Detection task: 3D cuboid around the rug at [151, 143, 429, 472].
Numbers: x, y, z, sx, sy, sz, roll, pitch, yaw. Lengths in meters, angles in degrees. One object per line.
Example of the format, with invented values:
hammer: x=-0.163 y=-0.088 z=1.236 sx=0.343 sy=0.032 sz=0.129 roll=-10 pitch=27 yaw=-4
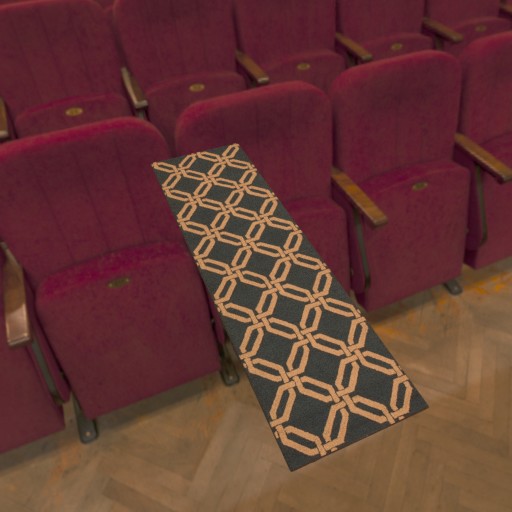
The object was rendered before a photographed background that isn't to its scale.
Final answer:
rug: x=0.000 y=0.000 z=2.565 sx=0.678 sy=0.014 sz=2.276 roll=-17 pitch=49 yaw=-16
